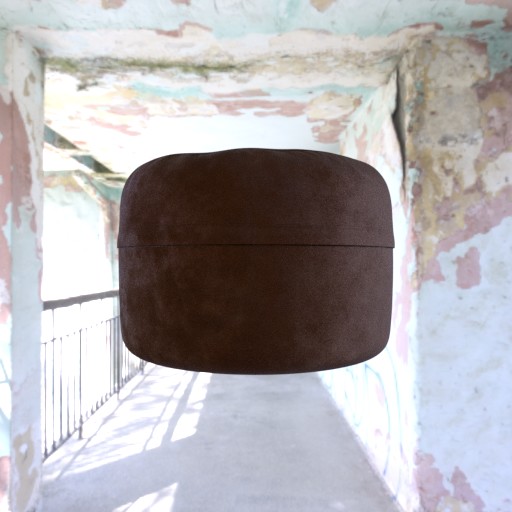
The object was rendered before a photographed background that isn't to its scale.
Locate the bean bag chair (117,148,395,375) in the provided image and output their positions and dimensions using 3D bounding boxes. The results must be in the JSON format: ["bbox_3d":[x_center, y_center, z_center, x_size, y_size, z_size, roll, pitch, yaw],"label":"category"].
[{"bbox_3d":[0.000,0.000,1.531,0.918,0.616,0.918,0,-1,0],"label":"bean bag chair"}]
